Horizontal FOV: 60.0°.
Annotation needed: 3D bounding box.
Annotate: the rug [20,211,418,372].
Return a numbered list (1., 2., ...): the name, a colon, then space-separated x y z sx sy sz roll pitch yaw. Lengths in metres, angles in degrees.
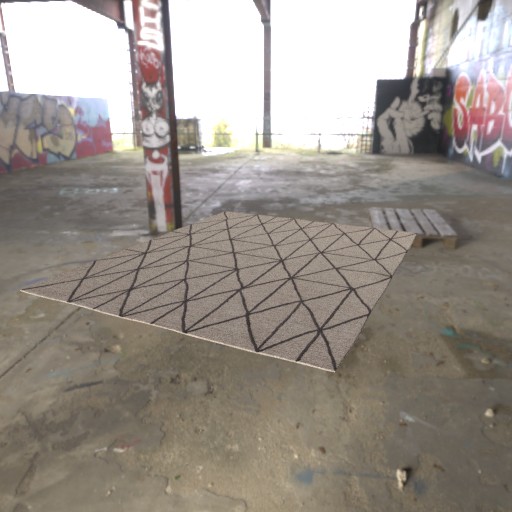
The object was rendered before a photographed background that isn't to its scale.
1. rug: 0.000 0.000 4.098 2.468 0.022 3.061 9 20 25
